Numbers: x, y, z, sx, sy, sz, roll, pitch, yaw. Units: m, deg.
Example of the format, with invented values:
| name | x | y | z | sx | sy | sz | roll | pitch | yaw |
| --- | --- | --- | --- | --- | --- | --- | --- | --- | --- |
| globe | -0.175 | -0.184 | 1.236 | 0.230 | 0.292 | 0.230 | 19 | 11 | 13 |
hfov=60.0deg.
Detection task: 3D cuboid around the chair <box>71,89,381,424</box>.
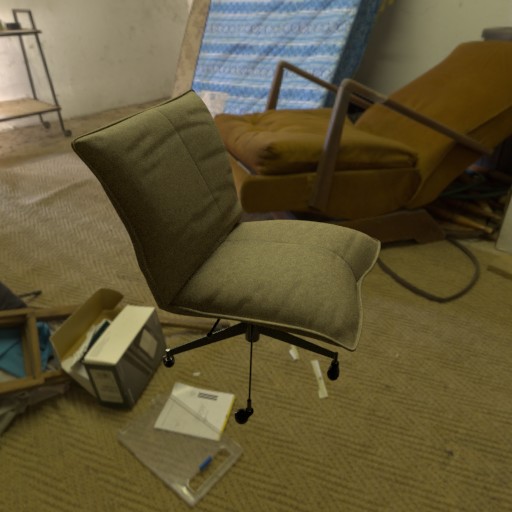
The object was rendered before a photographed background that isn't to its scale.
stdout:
| name | x | y | z | sx | sy | sz | roll | pitch | yaw |
| --- | --- | --- | --- | --- | --- | --- | --- | --- | --- |
| chair | 0.000 | 0.000 | 1.326 | 0.696 | 0.811 | 0.597 | 11 | 33 | 17 |
